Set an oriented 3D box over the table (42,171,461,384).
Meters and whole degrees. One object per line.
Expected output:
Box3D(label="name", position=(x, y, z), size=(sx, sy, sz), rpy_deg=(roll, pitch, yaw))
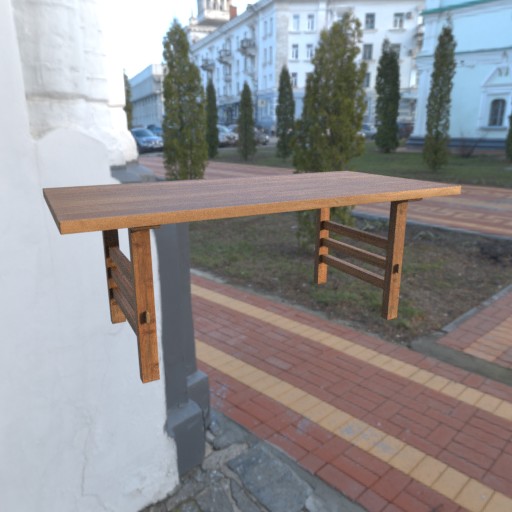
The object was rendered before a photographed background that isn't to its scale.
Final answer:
Box3D(label="table", position=(0.000, 0.000, 2.450), size=(2.003, 0.760, 0.952), rpy_deg=(-8, 18, -27))
